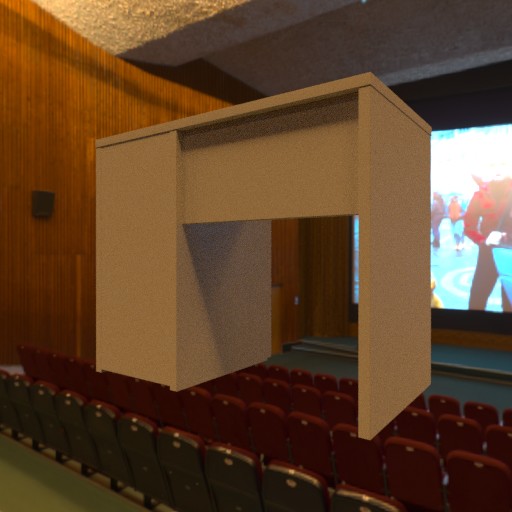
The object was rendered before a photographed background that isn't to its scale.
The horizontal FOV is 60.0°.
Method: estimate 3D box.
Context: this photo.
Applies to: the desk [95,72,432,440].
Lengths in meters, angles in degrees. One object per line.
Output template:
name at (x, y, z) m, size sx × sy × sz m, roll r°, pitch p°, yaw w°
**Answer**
desk at (0.000, 0.000, 1.332) m, size 0.898 × 0.730 × 0.482 m, roll 0°, pitch 0°, yaw 35°
